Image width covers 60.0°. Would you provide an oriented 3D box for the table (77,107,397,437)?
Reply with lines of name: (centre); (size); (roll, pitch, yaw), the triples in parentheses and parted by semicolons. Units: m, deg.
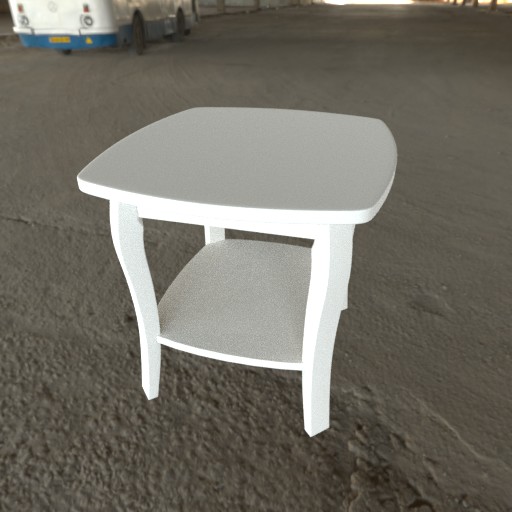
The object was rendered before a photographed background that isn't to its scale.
table: (0.000, 0.000, 0.846); (0.451, 0.438, 0.502); (8, 32, 13)
